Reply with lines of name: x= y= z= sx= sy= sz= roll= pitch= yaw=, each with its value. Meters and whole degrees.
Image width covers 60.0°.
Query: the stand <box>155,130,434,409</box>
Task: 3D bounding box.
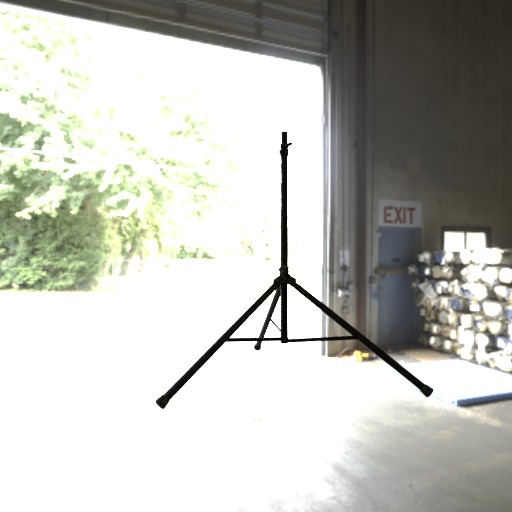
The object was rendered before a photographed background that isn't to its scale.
stand: x=0.000 y=0.000 z=2.718 sx=1.339 sy=1.595 sz=1.596 roll=0 pitch=1 yaw=-38
